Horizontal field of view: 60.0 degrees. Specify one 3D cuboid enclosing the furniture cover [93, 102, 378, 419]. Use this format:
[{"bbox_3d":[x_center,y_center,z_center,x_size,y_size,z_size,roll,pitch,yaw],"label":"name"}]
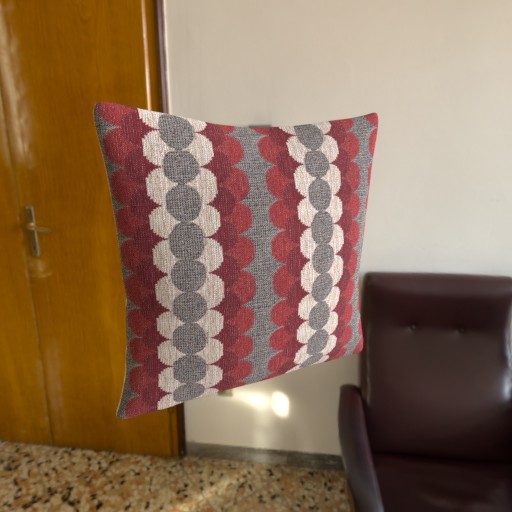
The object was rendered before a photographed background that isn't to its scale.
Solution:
[{"bbox_3d":[0.000,0.000,0.655,0.435,0.420,0.145,-8,18,-27],"label":"furniture cover"}]
